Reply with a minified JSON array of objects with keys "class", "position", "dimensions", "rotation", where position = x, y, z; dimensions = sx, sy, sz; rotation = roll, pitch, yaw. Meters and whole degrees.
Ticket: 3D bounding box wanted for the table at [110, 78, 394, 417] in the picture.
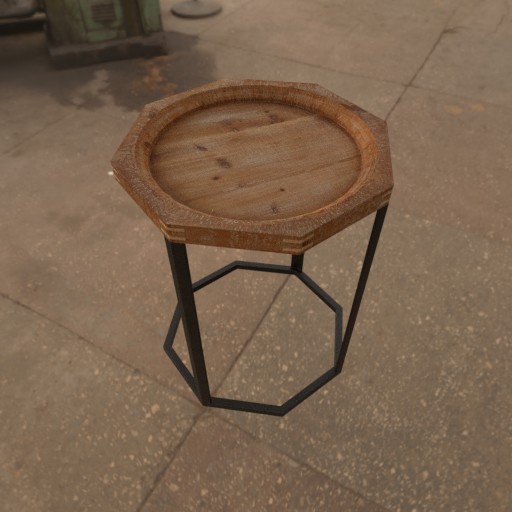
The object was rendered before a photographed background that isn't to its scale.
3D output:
[{"class":"table","position":[0.000,0.000,0.911],"dimensions":[0.458,0.543,0.458],"rotation":[23,51,20]}]
